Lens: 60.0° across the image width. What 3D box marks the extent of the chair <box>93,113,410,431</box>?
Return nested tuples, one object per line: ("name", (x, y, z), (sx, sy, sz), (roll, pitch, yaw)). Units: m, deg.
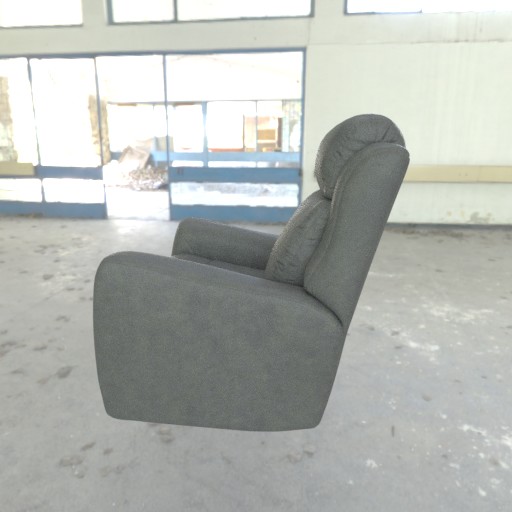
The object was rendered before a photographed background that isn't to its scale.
("chair", (0.000, 0.000, 1.889), (1.068, 1.116, 0.967), (2, 14, 9))
